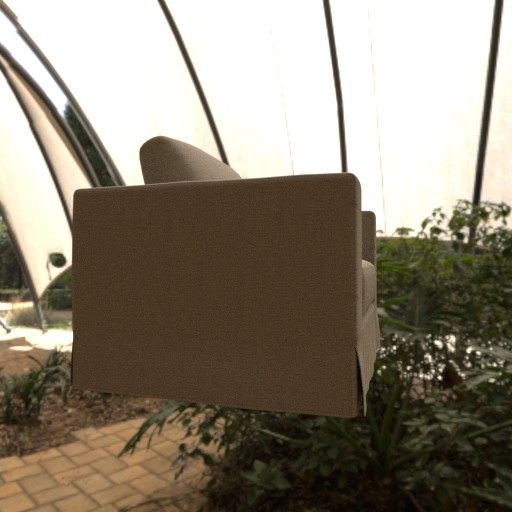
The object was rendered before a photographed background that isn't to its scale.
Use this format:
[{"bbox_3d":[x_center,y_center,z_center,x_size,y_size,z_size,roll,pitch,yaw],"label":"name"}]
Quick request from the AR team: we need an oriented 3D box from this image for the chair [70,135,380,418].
[{"bbox_3d":[0.000,0.000,1.848,0.957,0.878,1.150,0,-1,18],"label":"chair"}]
